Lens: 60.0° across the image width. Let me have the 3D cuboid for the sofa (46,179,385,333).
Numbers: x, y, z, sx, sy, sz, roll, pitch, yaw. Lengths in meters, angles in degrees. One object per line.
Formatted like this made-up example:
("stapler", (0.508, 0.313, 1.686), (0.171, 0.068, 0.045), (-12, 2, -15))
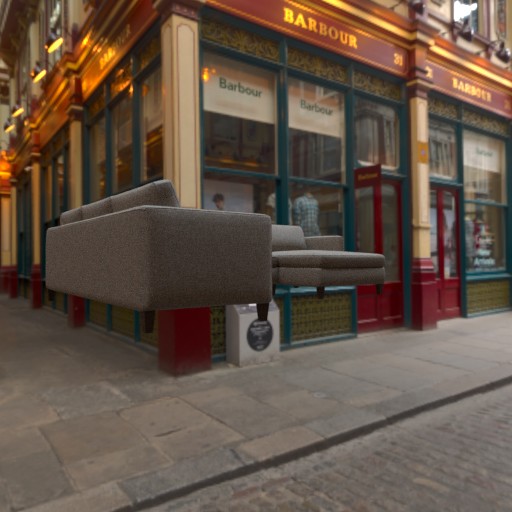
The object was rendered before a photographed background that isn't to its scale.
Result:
("sofa", (0.000, 0.000, 4.421), (3.403, 0.889, 2.551), (0, -1, -37))
